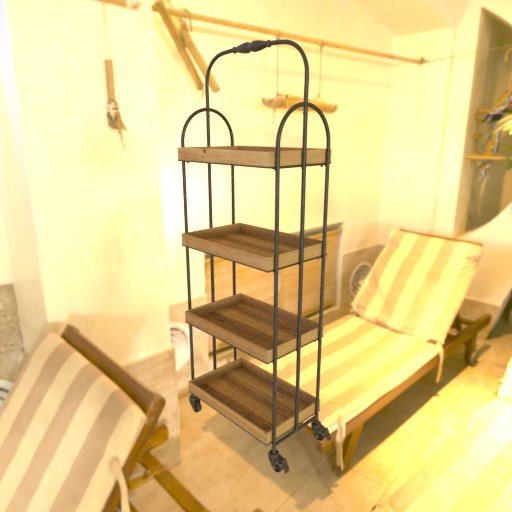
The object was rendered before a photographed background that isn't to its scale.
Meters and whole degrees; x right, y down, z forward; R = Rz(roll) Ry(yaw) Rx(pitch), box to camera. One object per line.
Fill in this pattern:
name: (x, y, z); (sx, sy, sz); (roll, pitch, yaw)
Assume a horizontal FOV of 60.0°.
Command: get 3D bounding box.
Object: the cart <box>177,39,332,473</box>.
cart: (0.000, 0.000, 1.667); (0.308, 1.481, 0.581); (-15, 21, -42)
